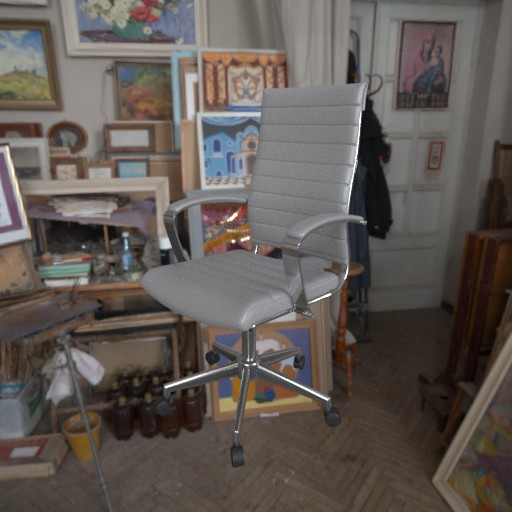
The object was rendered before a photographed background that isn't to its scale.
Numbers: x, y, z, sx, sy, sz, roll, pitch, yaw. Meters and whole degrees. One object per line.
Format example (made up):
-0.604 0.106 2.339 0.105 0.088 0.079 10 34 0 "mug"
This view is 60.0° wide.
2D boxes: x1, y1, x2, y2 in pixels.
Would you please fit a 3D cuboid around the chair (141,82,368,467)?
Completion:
0.000 0.000 1.552 0.679 1.149 0.667 15 22 40 "chair"
